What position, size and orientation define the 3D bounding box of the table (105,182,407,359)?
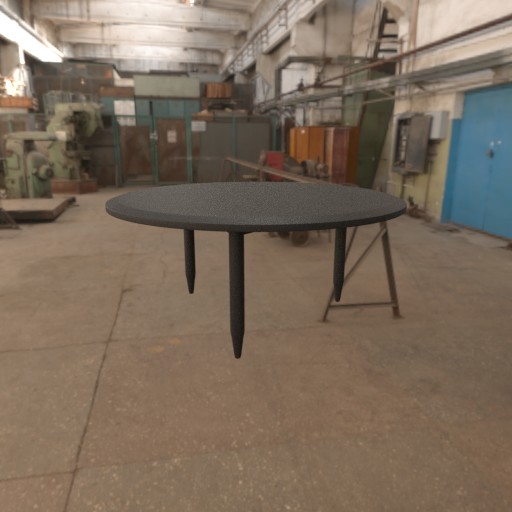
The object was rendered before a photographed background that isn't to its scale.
[{"bbox_3d":[0.000,0.000,1.441,0.900,0.400,0.900,0,15,0],"label":"table"}]
